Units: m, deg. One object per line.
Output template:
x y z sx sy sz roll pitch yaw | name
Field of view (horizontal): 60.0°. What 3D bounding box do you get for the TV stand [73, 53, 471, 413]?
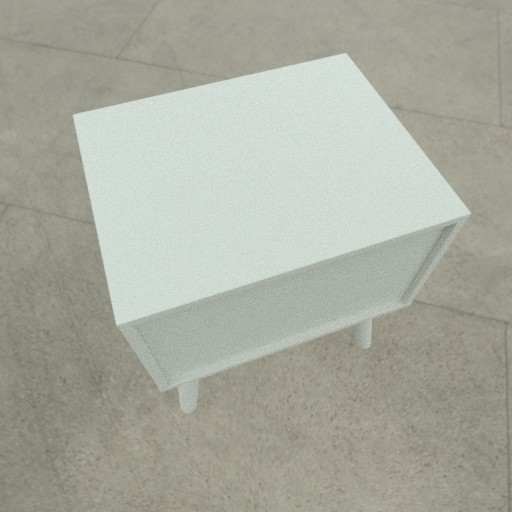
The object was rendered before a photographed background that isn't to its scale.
0.000 0.000 0.924 0.508 0.559 0.405 -17 59 -10 | TV stand
